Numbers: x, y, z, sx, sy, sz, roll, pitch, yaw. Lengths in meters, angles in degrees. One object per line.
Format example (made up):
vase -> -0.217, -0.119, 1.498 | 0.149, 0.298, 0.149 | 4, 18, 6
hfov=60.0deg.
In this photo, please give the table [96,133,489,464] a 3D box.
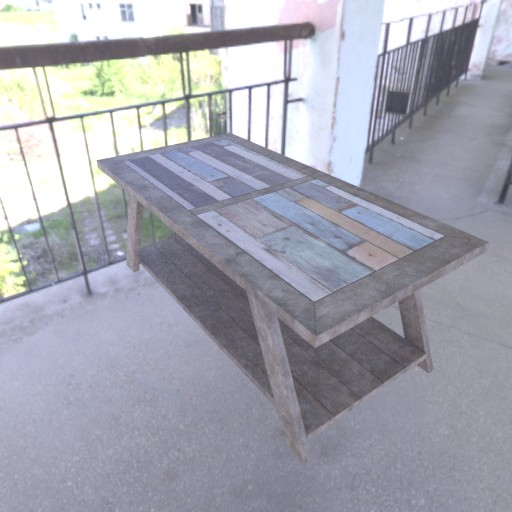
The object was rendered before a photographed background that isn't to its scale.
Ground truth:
table -> 0.000, 0.000, 1.539 | 0.610, 0.470, 1.219 | -21, 37, -30
